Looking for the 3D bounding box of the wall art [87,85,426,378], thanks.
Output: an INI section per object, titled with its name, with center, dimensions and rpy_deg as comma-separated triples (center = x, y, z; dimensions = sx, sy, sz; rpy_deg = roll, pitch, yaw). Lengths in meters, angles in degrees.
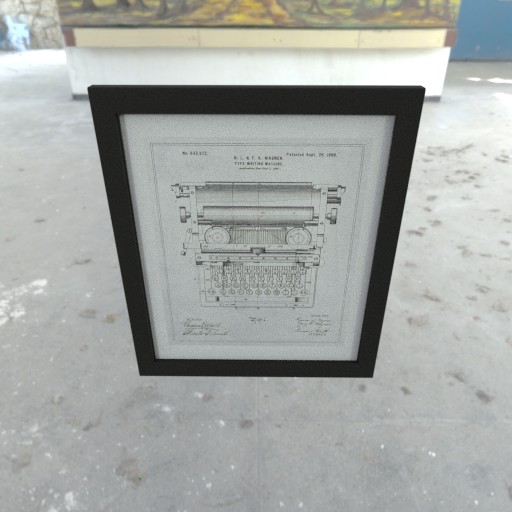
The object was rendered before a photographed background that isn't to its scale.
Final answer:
[wall art]
center = 0.000, 0.000, 0.701
dimensions = 0.432, 0.508, 0.021
rpy_deg = 0, 30, 1
